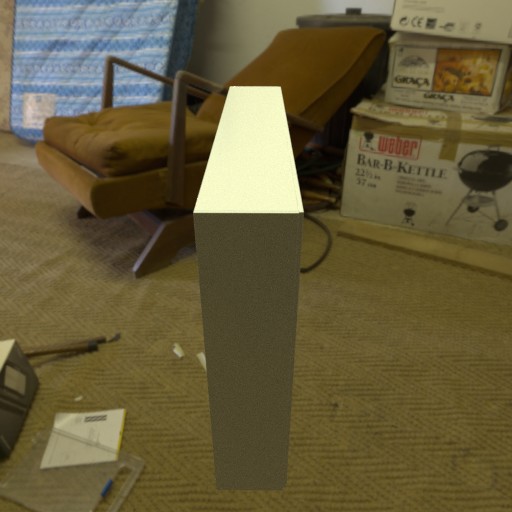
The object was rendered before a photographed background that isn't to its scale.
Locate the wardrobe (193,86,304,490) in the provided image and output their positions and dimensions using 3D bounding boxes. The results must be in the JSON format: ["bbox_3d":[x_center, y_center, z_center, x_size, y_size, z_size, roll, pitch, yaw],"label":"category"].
[{"bbox_3d":[0.000,0.000,4.044,0.580,2.360,3.000,0,32,0],"label":"wardrobe"}]
